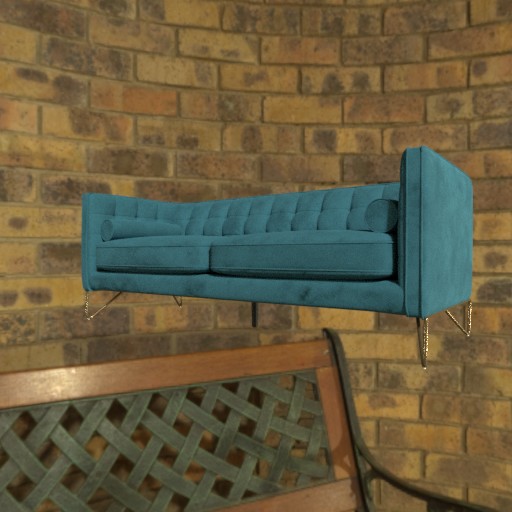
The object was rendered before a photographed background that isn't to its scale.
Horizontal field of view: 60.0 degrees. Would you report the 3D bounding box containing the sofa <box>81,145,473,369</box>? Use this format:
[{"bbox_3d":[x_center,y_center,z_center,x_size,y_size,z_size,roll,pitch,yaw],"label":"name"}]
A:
[{"bbox_3d":[0.000,0.000,2.459,2.087,0.789,0.867,0,0,36],"label":"sofa"}]
